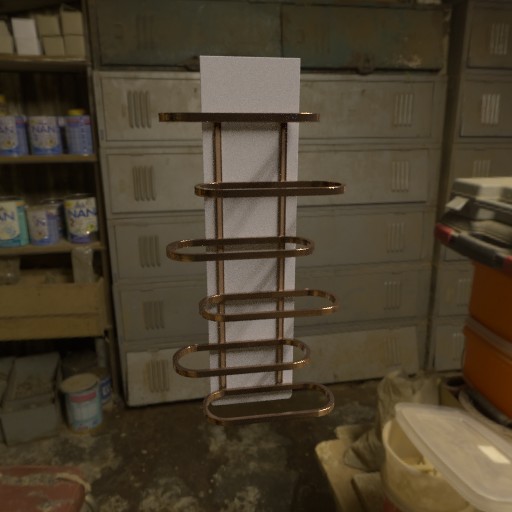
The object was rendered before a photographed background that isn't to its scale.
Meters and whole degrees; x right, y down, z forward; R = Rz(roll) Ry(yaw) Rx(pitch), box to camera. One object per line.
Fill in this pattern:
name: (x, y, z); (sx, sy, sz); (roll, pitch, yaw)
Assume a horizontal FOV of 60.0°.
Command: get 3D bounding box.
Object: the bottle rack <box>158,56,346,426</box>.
bottle rack: (0.000, 0.000, 0.839); (0.332, 0.709, 0.118); (-3, 16, -9)
